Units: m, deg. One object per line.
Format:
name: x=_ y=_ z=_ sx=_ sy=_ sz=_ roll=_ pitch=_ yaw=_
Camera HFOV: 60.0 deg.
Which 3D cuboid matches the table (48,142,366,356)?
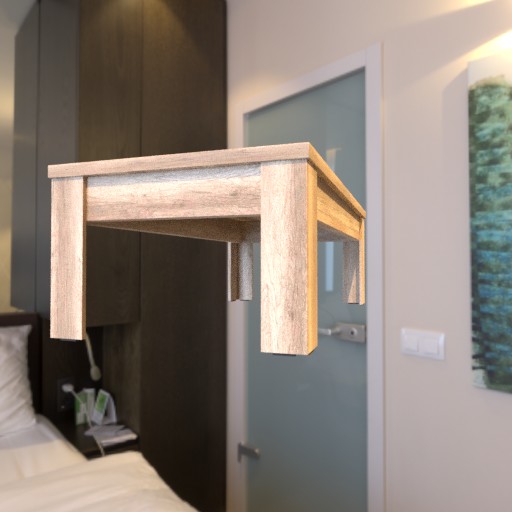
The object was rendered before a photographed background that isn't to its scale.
table: x=0.000 y=0.000 z=1.691 sx=0.700 sy=0.460 sz=1.350 roll=0 pitch=-1 yaw=19
